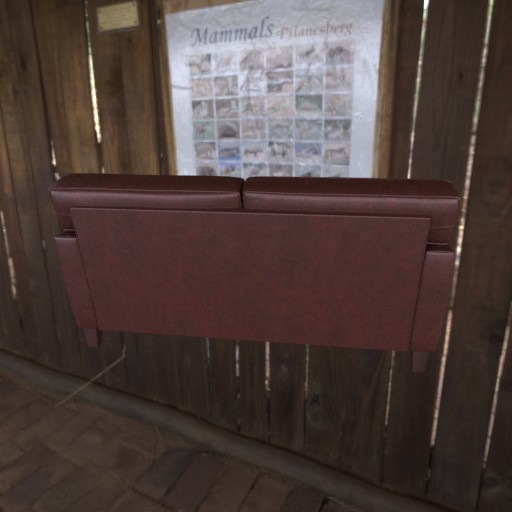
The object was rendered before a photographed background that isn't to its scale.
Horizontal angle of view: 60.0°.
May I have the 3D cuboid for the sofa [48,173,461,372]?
[{"bbox_3d":[0.000,0.000,2.408,1.876,0.928,0.912,2,17,8],"label":"sofa"}]
